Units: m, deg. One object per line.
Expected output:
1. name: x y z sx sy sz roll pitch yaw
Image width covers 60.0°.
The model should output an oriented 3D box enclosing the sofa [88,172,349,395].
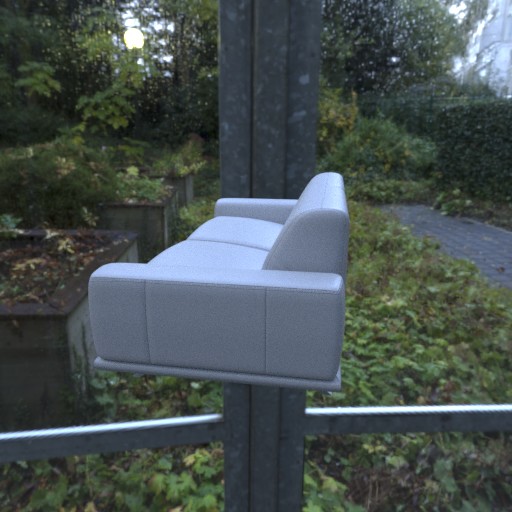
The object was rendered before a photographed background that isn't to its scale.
1. sofa: 0.000 0.000 2.361 0.900 0.772 1.901 3 16 9
